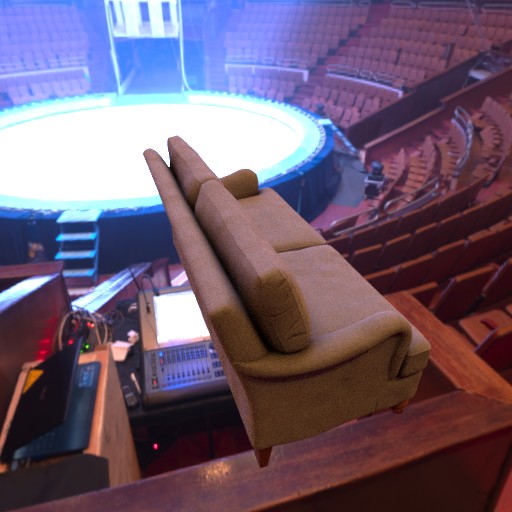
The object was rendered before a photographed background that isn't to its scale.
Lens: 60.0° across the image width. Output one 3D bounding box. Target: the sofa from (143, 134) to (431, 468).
[{"bbox_3d":[0.000,0.000,2.790,1.069,1.096,2.193,-10,31,-16],"label":"sofa"}]
